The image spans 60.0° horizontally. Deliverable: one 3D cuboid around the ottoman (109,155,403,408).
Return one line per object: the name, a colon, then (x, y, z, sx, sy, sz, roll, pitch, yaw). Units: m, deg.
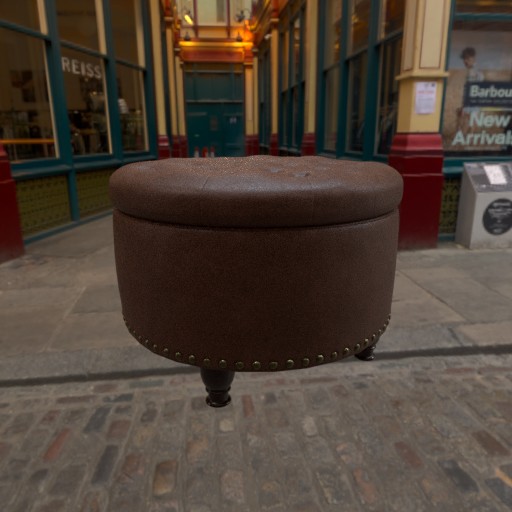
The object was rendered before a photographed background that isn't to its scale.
ottoman: (0.000, 0.000, 1.054, 0.637, 0.442, 0.637, 0, 16, 0)
